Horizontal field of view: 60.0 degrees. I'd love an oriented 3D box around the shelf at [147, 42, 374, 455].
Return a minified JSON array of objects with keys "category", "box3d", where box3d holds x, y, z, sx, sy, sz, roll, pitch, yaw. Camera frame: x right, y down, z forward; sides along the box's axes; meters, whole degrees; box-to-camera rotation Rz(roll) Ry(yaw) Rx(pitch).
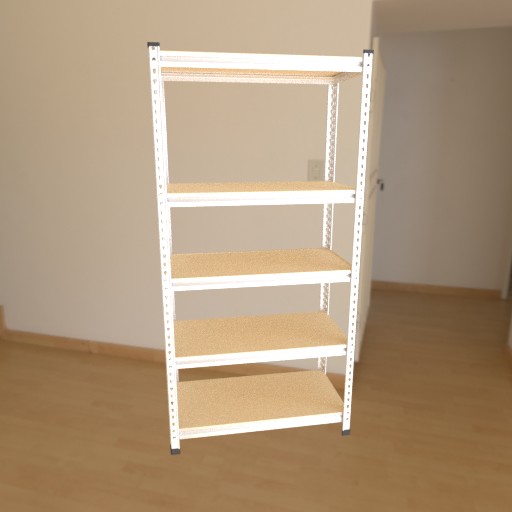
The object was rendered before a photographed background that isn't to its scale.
[{"category":"shelf","box3d":[0.000,0.000,2.197,0.914,1.829,0.457,-2,15,-9]}]
